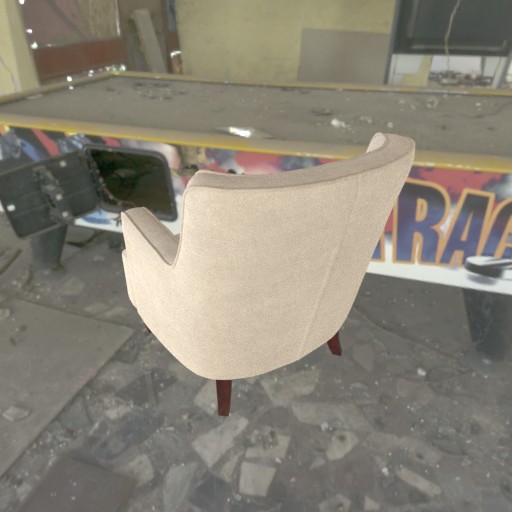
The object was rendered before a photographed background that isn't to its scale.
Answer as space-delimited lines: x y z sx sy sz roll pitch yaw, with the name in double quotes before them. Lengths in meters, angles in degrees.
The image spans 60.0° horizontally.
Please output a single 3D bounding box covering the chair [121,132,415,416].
"chair" 0.000 0.000 1.632 0.781 0.920 0.910 -19 35 -29
